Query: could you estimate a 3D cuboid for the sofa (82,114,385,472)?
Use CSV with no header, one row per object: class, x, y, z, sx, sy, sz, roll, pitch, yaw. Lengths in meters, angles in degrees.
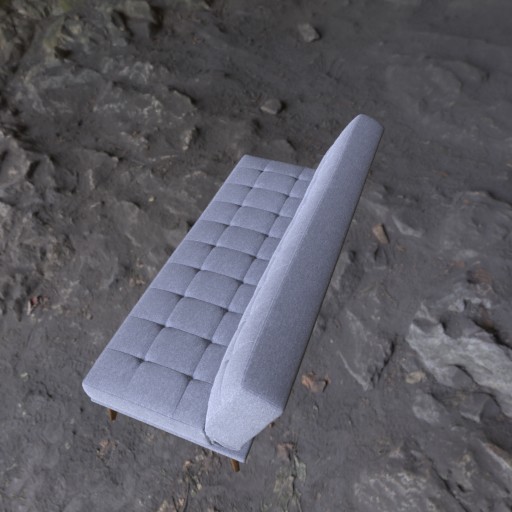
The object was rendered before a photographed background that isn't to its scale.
sofa,0.000,0.000,2.243,0.860,0.810,1.800,16,48,14
